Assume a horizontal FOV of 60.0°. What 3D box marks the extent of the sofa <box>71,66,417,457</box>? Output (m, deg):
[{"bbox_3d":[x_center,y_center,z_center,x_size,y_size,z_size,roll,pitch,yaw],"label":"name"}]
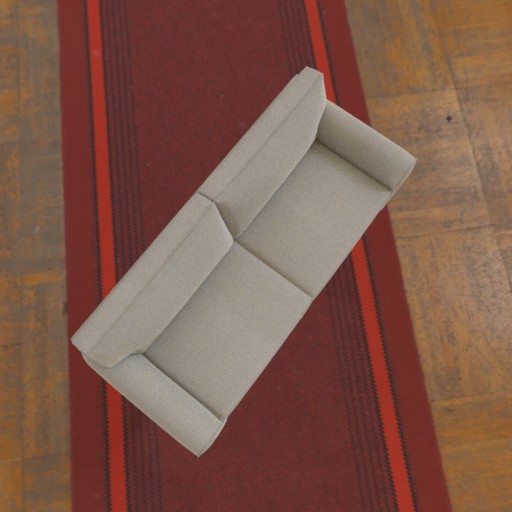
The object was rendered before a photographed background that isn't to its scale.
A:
[{"bbox_3d":[0.000,0.000,2.687,0.901,0.962,2.146,36,78,9],"label":"sofa"}]
